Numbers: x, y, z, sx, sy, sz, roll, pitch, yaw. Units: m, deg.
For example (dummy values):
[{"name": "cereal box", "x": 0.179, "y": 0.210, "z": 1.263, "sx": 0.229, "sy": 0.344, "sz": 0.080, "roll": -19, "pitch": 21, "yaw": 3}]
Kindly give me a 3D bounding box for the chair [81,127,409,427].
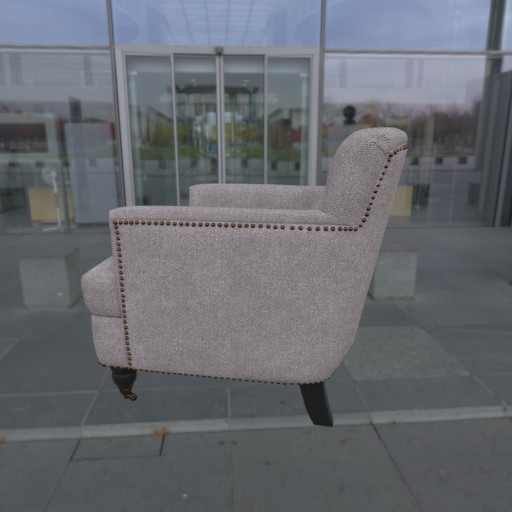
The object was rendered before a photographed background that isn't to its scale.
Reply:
[{"name": "chair", "x": 0.000, "y": 0.000, "z": 1.502, "sx": 0.902, "sy": 0.823, "sz": 0.737, "roll": 3, "pitch": 15, "yaw": 10}]
